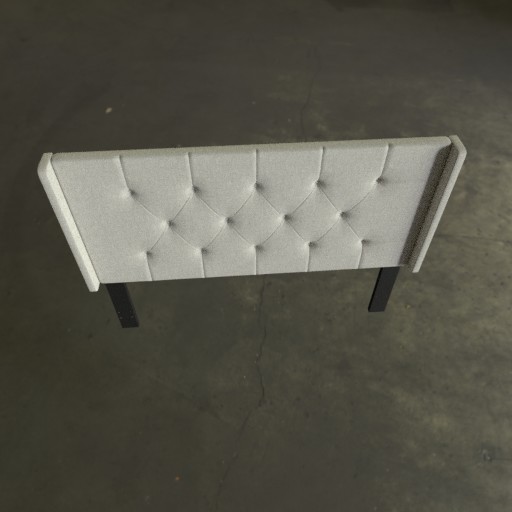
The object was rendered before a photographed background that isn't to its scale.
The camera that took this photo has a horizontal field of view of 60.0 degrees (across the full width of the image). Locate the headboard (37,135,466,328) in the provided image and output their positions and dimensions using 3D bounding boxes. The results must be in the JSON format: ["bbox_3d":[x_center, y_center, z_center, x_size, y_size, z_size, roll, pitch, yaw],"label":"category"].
[{"bbox_3d":[0.000,0.000,2.713,2.051,1.524,0.184,-3,47,-3],"label":"headboard"}]
